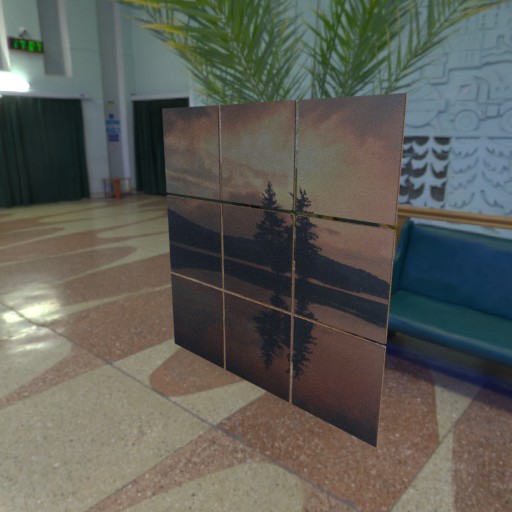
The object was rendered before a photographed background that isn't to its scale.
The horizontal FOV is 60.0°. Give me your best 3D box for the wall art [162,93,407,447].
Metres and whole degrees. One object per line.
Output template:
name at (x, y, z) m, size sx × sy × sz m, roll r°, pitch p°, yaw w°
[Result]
wall art at (0.000, 0.000, 2.329) m, size 1.520 × 1.525 × 0.013 m, roll 14°, pitch 21°, yaw 42°
